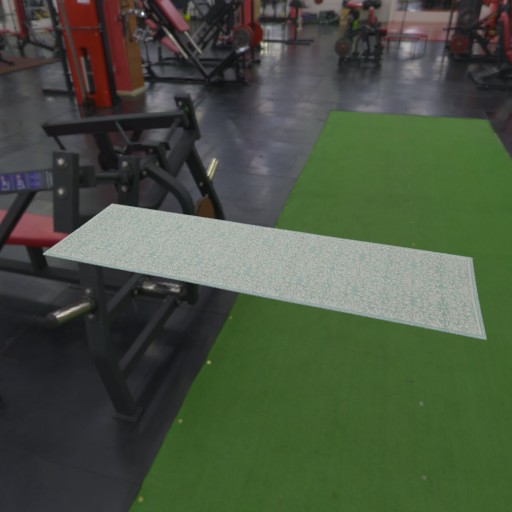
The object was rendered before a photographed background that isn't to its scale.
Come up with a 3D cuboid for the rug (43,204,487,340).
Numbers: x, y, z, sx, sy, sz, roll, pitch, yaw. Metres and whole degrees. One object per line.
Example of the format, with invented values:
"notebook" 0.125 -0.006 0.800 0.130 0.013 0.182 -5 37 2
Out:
"rug" 0.000 0.000 2.364 2.196 0.011 0.662 10 33 15
